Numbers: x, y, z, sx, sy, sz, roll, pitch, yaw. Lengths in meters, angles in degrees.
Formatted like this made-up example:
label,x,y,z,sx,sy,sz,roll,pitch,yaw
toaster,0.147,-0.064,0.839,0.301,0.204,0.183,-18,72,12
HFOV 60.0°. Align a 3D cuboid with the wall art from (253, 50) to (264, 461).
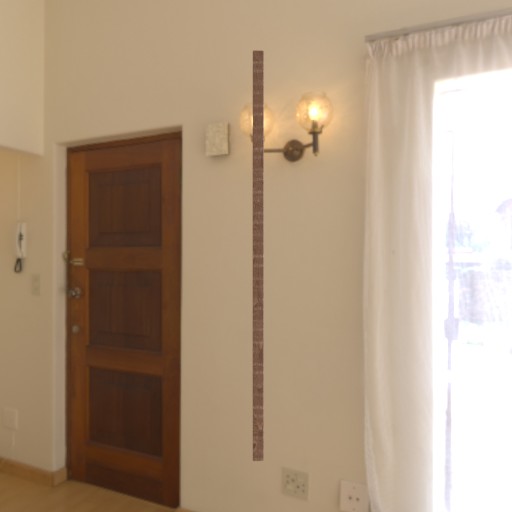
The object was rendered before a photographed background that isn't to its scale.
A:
label,x,y,z,sx,sy,sz,roll,pitch,yaw
wall art,0.000,0.000,1.347,0.020,0.761,1.056,0,0,0
